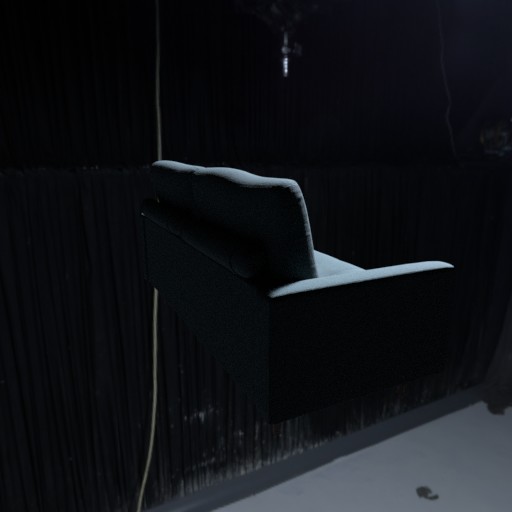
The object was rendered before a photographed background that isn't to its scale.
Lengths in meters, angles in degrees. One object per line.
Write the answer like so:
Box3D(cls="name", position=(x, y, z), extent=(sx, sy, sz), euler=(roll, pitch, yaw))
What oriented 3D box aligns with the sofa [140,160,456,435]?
Box3D(cls="sofa", position=(0.000, 0.000, 2.564), extent=(0.966, 1.050, 2.010), euler=(-7, 16, -25))
